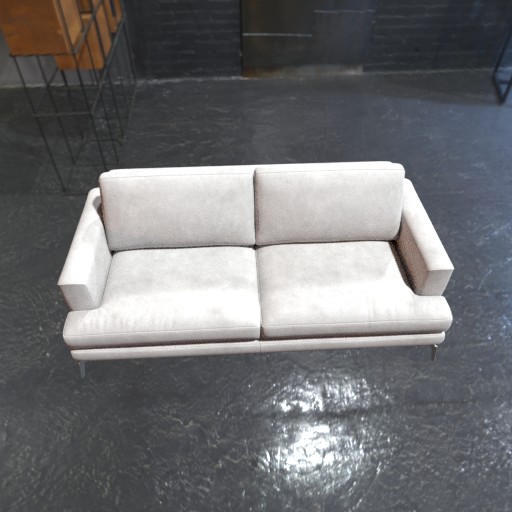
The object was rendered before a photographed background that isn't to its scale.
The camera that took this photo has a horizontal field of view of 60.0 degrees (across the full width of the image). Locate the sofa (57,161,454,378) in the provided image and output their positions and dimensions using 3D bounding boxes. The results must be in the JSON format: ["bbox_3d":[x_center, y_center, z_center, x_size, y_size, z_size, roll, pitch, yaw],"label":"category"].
[{"bbox_3d":[0.000,0.000,2.532,2.013,0.830,0.980,-2,45,-2],"label":"sofa"}]
